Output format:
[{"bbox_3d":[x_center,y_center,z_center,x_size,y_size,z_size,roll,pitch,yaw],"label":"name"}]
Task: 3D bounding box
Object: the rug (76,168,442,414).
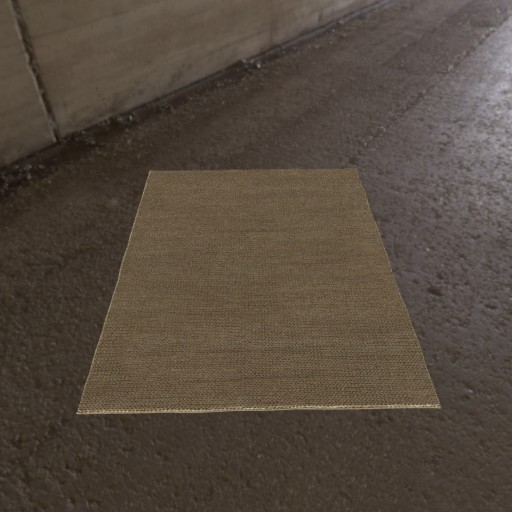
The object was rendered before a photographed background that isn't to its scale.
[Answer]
[{"bbox_3d":[0.000,0.000,4.058,2.429,0.030,3.052,-1,42,-1],"label":"rug"}]
